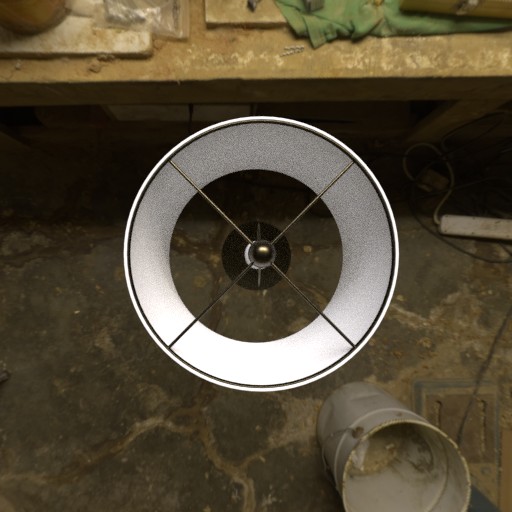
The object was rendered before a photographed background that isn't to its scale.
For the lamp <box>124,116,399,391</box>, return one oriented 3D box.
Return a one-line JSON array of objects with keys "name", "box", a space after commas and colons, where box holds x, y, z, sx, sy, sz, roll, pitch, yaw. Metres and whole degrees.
[{"name": "lamp", "box": [0.000, 0.000, 0.785, 0.301, 0.630, 0.301, 0, 90, -1]}]
